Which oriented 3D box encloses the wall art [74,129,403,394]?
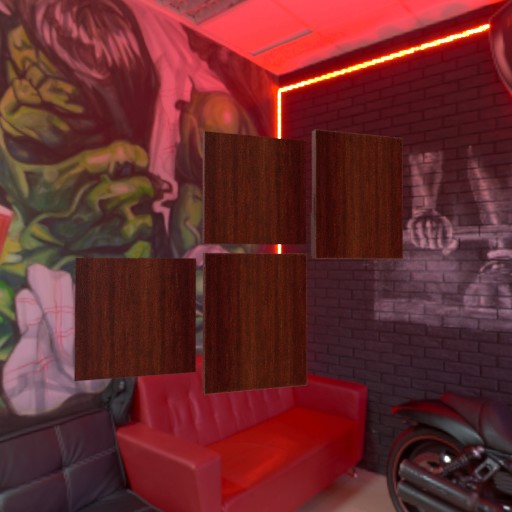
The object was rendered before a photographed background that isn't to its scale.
[{"bbox_3d":[0.000,0.000,0.841,0.635,0.497,0.030,0,-1,-18],"label":"wall art"}]
